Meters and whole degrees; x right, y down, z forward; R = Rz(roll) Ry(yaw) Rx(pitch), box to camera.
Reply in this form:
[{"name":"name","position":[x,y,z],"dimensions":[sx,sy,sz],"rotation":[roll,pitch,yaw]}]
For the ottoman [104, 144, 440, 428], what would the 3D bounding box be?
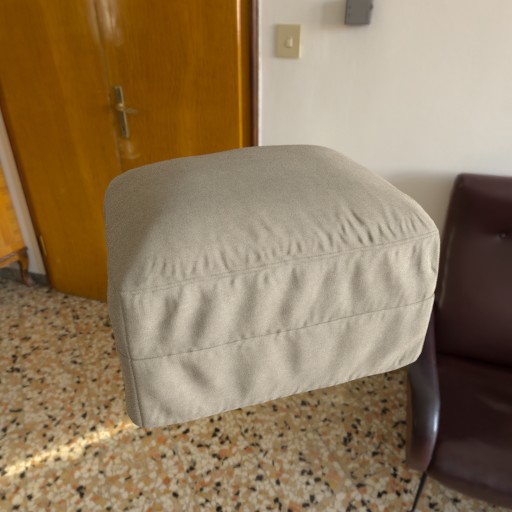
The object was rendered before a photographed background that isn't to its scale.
[{"name":"ottoman","position":[0.000,0.000,1.107],"dimensions":[0.712,0.480,0.584],"rotation":[-9,31,-15]}]
